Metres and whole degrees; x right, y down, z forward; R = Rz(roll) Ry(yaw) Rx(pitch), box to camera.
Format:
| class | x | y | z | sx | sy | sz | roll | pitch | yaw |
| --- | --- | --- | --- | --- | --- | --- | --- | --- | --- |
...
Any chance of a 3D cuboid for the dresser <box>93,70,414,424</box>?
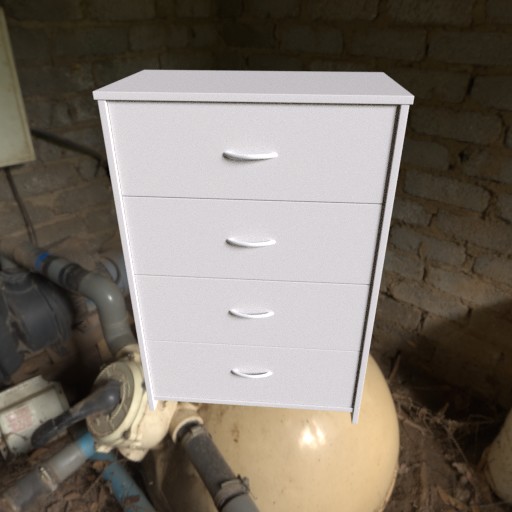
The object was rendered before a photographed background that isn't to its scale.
| class | x | y | z | sx | sy | sz | roll | pitch | yaw |
| --- | --- | --- | --- | --- | --- | --- | --- | --- | --- |
| dresser | 0.000 | 0.000 | 1.378 | 0.704 | 1.021 | 0.401 | 2 | 30 | 4 |
